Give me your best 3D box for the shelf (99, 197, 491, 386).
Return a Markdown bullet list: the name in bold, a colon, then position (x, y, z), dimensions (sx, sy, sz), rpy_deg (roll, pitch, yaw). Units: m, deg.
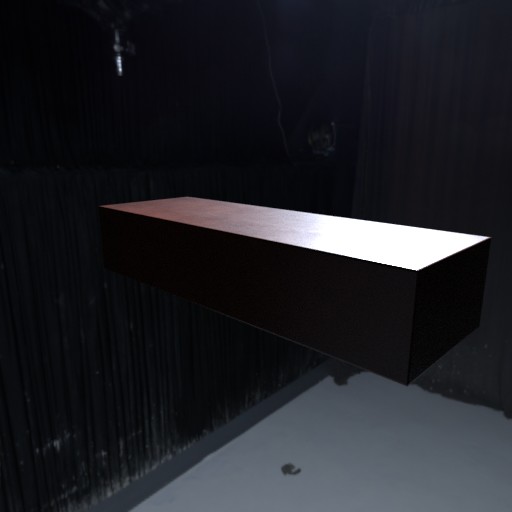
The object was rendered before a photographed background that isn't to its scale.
- **shelf**: position (0.000, 0.000, 0.521), dimensions (0.457, 0.088, 0.152), rpy_deg (13, 20, 42)
